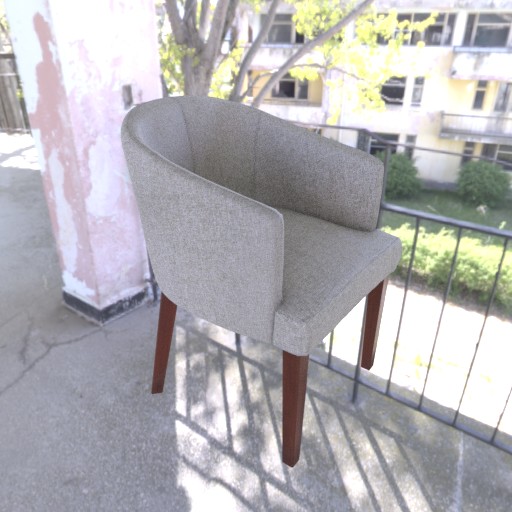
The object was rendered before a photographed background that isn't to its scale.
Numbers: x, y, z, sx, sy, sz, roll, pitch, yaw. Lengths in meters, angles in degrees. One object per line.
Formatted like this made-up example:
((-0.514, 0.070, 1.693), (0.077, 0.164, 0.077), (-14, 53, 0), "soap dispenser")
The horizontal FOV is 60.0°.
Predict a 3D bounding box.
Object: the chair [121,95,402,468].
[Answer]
((0.000, 0.000, 1.252), (0.655, 0.811, 0.583), (18, 32, 32), "chair")
